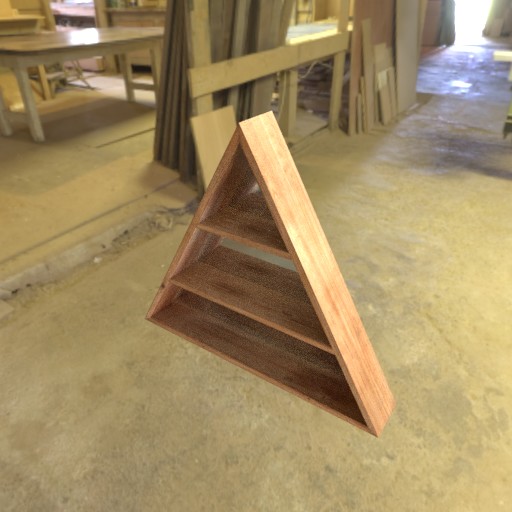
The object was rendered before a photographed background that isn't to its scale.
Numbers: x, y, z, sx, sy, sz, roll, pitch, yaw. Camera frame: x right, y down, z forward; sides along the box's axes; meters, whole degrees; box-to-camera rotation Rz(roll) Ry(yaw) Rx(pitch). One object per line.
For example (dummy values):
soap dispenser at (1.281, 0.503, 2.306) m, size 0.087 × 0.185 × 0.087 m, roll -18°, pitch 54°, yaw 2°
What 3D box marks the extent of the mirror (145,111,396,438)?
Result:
mirror at (0.000, 0.000, 0.886) m, size 0.631 × 0.548 × 0.100 m, roll 19°, pitch 36°, yaw 29°
